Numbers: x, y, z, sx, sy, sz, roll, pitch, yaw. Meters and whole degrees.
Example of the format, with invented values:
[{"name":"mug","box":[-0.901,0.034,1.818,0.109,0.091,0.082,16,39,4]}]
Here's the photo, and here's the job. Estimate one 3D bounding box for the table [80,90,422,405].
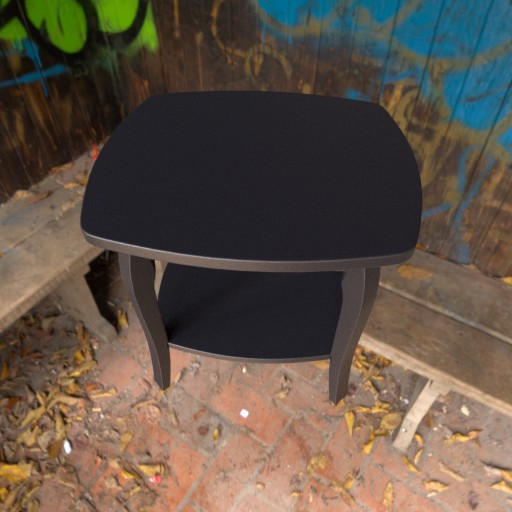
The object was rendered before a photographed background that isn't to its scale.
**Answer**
[{"name":"table","box":[0.000,0.000,0.870,0.508,0.457,0.457,3,46,3]}]
